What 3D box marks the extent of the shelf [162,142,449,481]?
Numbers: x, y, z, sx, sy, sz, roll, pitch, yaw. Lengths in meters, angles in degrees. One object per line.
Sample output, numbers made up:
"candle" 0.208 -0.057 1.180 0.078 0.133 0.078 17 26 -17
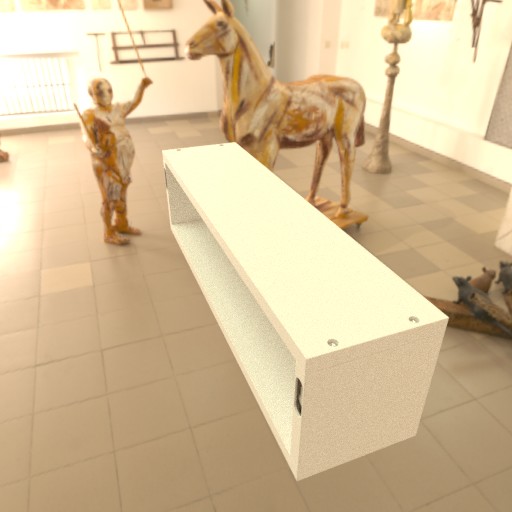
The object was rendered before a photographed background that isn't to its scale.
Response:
"shelf" 0.000 0.000 0.680 0.150 0.170 0.610 -11 33 -18
